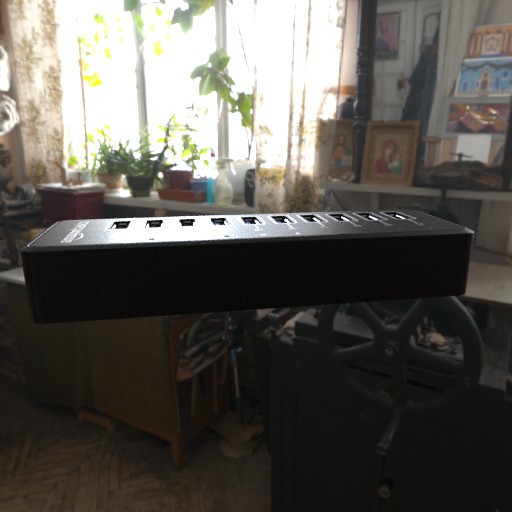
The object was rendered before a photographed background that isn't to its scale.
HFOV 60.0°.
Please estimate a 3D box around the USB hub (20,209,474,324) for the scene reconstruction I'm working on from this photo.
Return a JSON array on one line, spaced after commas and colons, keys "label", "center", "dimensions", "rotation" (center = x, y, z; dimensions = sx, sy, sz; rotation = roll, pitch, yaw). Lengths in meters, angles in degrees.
[{"label": "USB hub", "center": [0.000, 0.000, 0.160], "dimensions": [0.145, 0.023, 0.044], "rotation": [-3, 16, -10]}]
